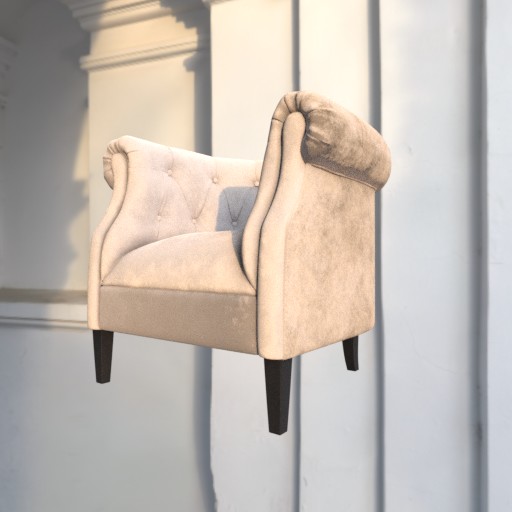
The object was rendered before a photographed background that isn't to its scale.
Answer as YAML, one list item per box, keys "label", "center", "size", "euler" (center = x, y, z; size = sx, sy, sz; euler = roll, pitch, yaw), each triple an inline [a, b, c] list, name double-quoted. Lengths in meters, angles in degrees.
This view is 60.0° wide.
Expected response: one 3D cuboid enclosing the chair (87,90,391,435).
- label: "chair"
  center: [0.000, 0.000, 1.542]
  size: [0.904, 0.826, 0.851]
  euler: [0, 0, 37]
